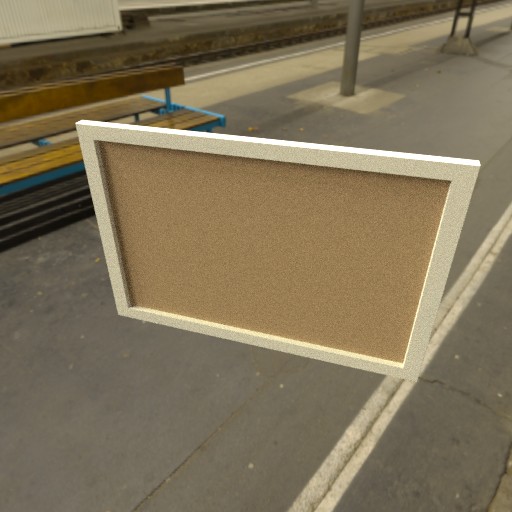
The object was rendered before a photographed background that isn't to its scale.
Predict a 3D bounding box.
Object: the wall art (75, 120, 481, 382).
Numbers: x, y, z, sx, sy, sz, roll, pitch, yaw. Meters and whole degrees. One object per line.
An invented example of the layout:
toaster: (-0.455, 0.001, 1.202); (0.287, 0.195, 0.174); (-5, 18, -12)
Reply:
wall art: (0.000, 0.000, 1.433); (1.144, 0.767, 0.038); (10, 35, 15)
